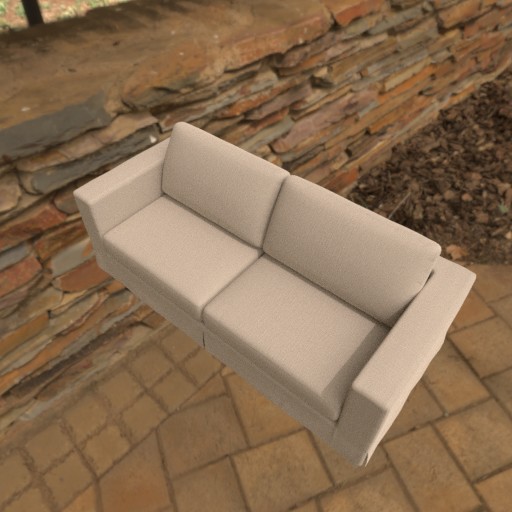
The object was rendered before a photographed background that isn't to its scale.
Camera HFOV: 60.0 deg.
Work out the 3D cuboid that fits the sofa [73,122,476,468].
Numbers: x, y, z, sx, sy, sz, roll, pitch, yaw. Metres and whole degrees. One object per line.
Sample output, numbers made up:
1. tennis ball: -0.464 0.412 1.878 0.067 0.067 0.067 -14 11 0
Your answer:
1. sofa: 0.000 0.000 2.603 2.163 0.881 0.954 31 54 26
